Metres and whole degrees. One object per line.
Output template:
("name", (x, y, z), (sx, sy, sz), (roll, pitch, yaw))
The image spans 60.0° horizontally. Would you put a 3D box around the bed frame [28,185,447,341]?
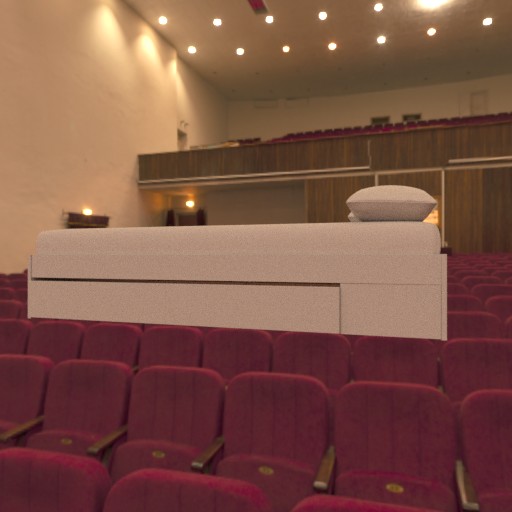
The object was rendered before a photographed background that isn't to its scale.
("bed frame", (0.000, 0.000, 2.618), (1.950, 0.629, 1.450), (0, 0, 18))
